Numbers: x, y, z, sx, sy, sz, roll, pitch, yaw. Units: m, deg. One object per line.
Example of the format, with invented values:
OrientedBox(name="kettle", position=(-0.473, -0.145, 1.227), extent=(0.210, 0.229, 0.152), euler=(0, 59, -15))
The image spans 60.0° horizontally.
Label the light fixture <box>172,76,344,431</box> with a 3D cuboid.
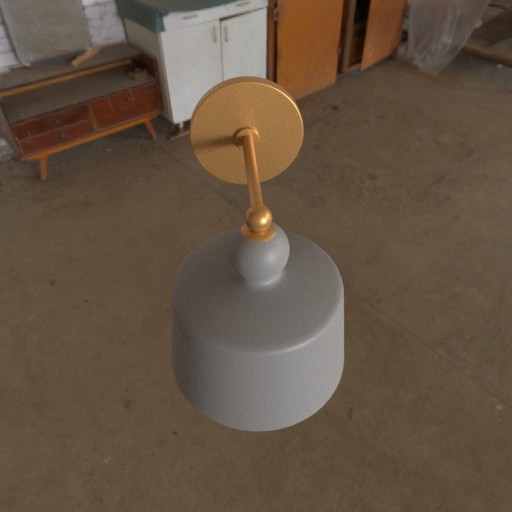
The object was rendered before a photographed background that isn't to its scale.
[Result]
OrientedBox(name="light fixture", position=(0.000, 0.000, 0.457), extent=(0.204, 0.268, 0.254), euler=(-3, 45, -3))
